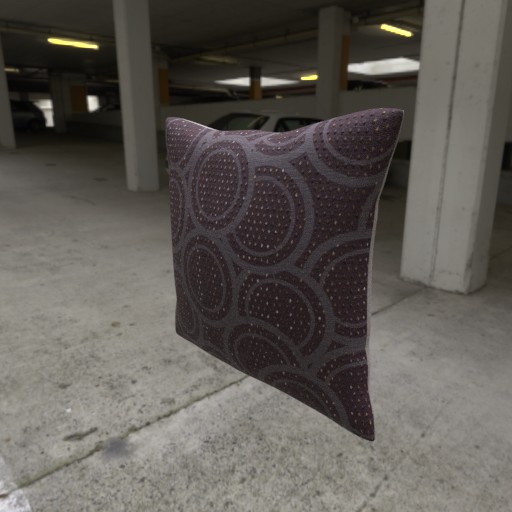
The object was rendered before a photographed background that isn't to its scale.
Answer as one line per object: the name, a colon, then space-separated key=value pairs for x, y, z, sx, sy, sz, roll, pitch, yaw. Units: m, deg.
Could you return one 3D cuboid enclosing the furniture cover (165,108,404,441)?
furniture cover: x=0.000 y=0.000 z=0.832 sx=0.193 sy=0.509 sz=0.552 roll=-15 pitch=21 yaw=-42
